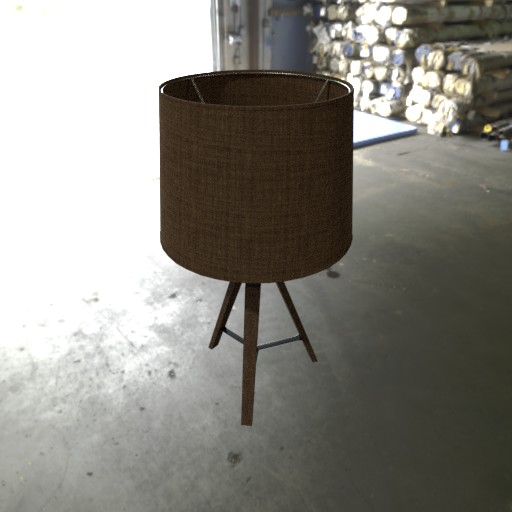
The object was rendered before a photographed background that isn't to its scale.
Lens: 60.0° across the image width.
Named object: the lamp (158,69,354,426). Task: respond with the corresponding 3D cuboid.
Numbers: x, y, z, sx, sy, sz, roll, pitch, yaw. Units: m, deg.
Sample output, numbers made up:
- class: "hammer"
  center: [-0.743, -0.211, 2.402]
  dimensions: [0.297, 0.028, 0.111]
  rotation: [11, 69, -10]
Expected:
- class: "lamp"
  center: [0.000, 0.000, 0.702]
  dimensions: [0.290, 0.514, 0.290]
  rotation: [0, 31, 0]
